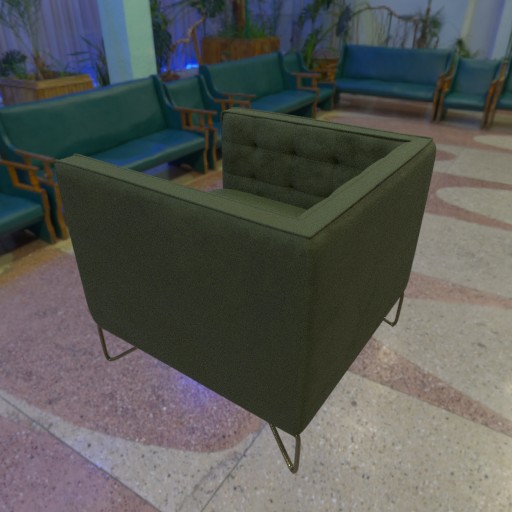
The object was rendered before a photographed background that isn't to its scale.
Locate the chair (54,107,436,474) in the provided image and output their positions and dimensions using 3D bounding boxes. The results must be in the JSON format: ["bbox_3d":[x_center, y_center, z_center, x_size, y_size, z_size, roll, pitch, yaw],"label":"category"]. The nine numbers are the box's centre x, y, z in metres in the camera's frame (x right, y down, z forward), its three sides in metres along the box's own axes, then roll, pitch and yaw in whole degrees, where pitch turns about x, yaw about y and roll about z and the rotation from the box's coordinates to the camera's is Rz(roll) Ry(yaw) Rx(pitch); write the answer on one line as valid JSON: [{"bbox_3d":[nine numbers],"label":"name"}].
[{"bbox_3d":[0.000,0.000,1.571,0.894,0.790,0.880,20,36,30],"label":"chair"}]
